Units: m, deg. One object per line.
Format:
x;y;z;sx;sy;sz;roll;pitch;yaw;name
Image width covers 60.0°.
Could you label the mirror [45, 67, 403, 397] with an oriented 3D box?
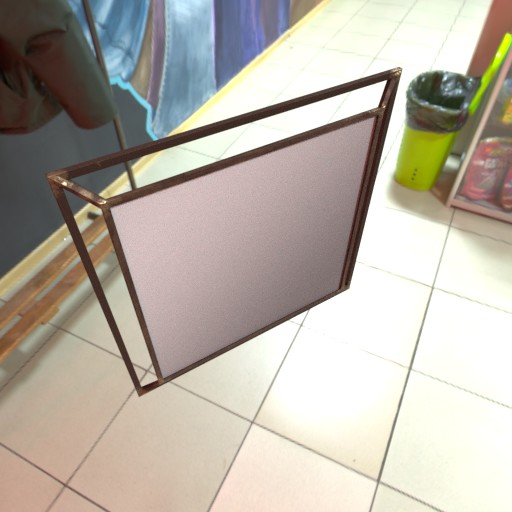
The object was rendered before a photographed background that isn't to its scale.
0.000;0.000;0.886;0.610;0.610;0.032;-24;51;-21;mirror
